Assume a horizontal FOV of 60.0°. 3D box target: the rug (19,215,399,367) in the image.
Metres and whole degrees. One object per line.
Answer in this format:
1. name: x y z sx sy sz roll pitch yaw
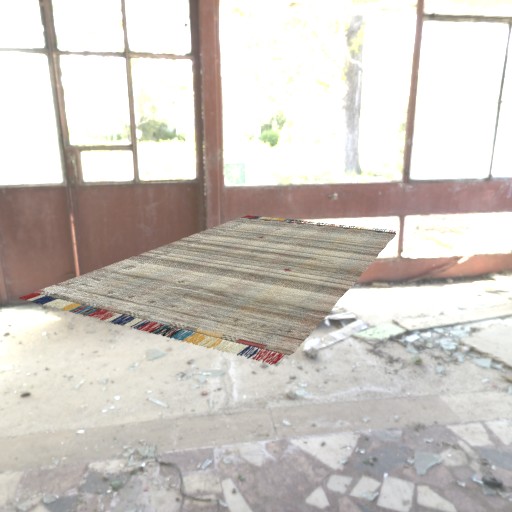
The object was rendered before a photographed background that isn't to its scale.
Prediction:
1. rug: 0.000 0.000 2.959 1.465 0.012 2.465 8 18 26
